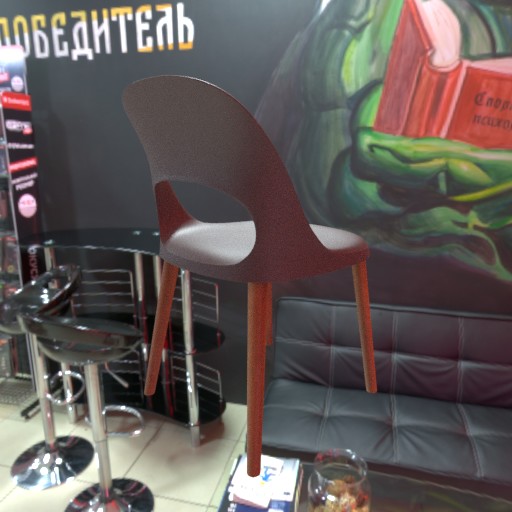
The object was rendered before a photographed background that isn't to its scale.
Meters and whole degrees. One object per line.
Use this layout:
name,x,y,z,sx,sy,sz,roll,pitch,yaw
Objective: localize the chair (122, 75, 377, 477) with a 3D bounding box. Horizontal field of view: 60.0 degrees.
chair,0.000,0.000,1.121,0.556,0.795,0.470,-13,19,-42
